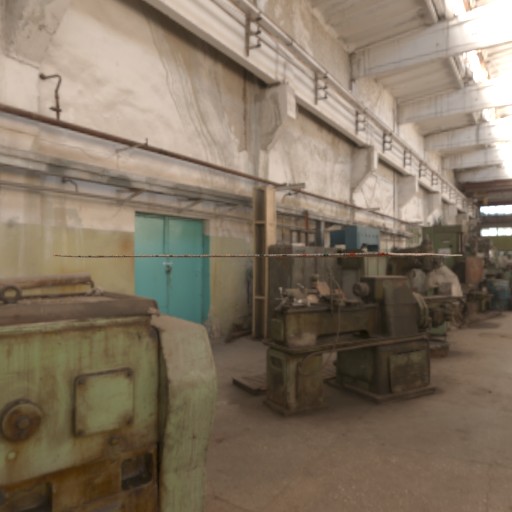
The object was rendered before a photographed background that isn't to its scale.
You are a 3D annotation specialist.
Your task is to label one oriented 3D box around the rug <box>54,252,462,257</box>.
[{"bbox_3d":[0.000,0.000,2.378,1.835,0.017,1.220,0,0,35],"label":"rug"}]
